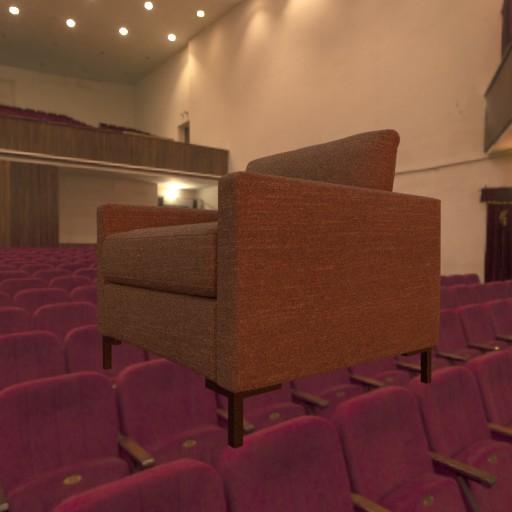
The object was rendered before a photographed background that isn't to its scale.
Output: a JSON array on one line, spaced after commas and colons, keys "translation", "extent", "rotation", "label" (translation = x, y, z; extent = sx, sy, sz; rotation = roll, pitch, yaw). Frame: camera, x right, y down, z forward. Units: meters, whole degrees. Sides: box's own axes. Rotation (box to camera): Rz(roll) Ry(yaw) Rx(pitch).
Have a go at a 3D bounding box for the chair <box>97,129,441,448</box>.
[{"translation": [0.000, 0.000, 1.549], "extent": [0.845, 0.841, 0.940], "rotation": [-1, 1, -38], "label": "chair"}]
